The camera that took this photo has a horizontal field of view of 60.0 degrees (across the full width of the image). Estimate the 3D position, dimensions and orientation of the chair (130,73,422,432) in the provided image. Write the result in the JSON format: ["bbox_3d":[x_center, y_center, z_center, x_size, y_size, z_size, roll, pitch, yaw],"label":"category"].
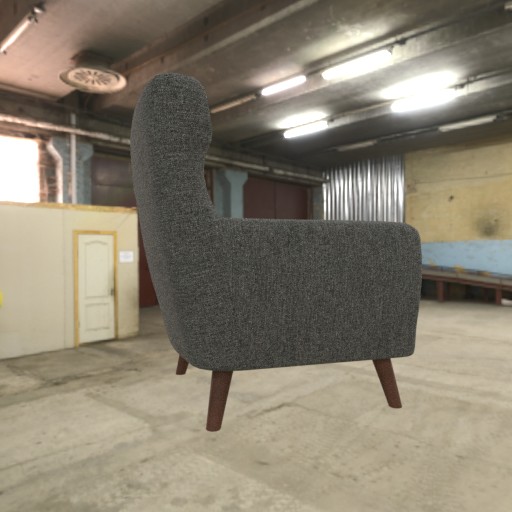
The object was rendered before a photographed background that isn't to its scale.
[{"bbox_3d":[0.000,0.000,1.735,0.940,1.039,0.889,0,0,-18],"label":"chair"}]
